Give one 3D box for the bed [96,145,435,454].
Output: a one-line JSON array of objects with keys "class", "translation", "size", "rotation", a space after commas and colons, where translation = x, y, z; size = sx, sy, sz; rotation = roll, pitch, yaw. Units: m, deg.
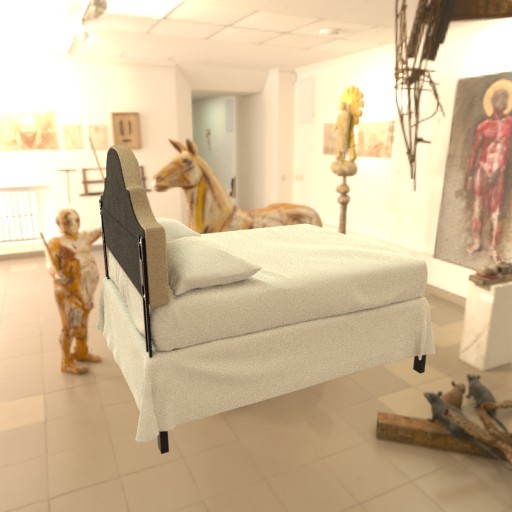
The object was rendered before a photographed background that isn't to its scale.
[{"class": "bed", "translation": [0.000, 0.000, 3.326], "size": [2.222, 1.634, 1.780], "rotation": [-7, 17, -25]}]
